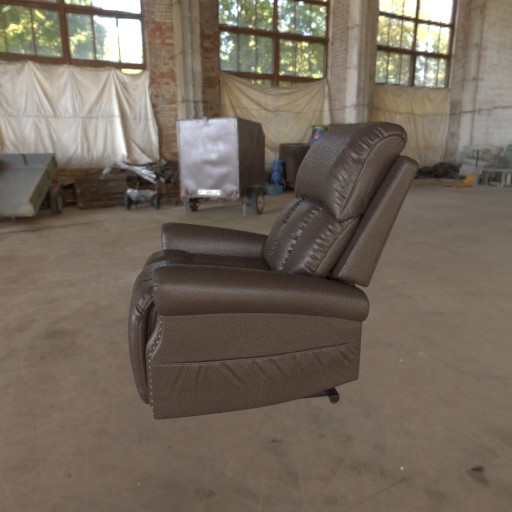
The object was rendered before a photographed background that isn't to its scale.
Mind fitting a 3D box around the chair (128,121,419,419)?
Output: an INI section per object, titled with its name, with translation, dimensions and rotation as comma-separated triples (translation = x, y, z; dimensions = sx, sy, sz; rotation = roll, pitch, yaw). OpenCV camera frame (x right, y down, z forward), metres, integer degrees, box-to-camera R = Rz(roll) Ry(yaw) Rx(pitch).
[chair]
translation = 0.000, 0.000, 1.779
dimensions = 0.978, 1.028, 0.869
rotation = -2, 15, -9
